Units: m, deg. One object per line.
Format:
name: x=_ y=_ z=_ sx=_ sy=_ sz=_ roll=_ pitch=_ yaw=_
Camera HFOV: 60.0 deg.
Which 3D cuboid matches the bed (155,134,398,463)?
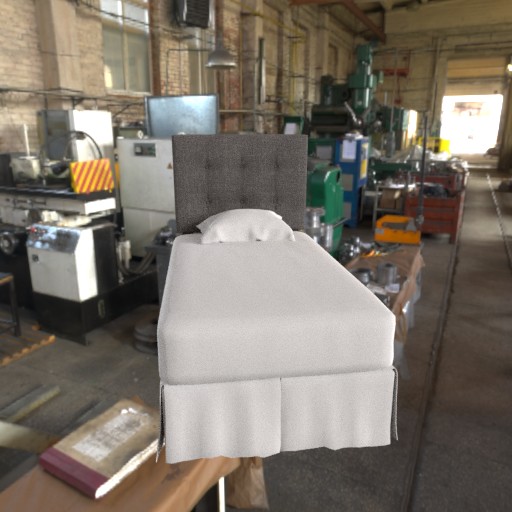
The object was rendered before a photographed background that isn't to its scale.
bed: x=0.000 y=0.000 z=2.979 sx=1.261 sy=1.571 sz=1.997 roll=-2 pitch=16 yaw=-7
